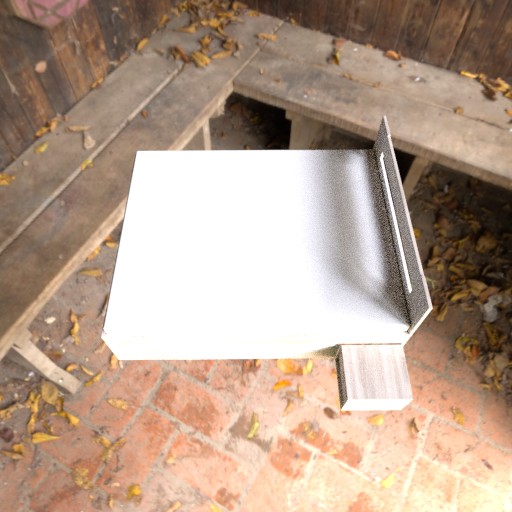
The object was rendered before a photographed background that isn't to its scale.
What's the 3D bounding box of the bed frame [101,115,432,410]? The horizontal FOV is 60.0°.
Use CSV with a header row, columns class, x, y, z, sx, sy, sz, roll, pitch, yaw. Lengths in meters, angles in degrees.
class,x,y,z,sx,sy,sz,roll,pitch,yaw
bed frame,0.000,0.000,3.286,2.050,0.860,2.040,0,58,0
